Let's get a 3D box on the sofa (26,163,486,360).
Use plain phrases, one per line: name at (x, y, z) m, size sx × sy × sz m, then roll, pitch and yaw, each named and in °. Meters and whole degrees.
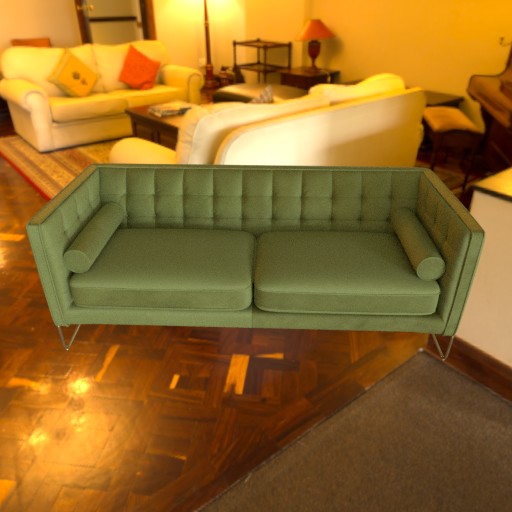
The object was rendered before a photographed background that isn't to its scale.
sofa at (0.000, 0.000, 2.512) m, size 2.087 × 0.789 × 0.867 m, roll 1°, pitch 30°, yaw 2°
